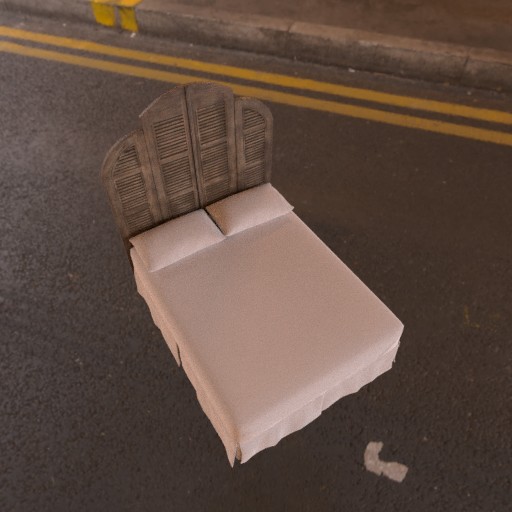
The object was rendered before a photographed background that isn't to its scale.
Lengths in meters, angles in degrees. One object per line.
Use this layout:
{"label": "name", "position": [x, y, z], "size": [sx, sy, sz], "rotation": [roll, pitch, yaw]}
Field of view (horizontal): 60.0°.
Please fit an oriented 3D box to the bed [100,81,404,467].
{"label": "bed", "position": [0.000, 0.000, 3.573], "size": [1.713, 2.019, 2.138], "rotation": [-25, 53, -20]}
